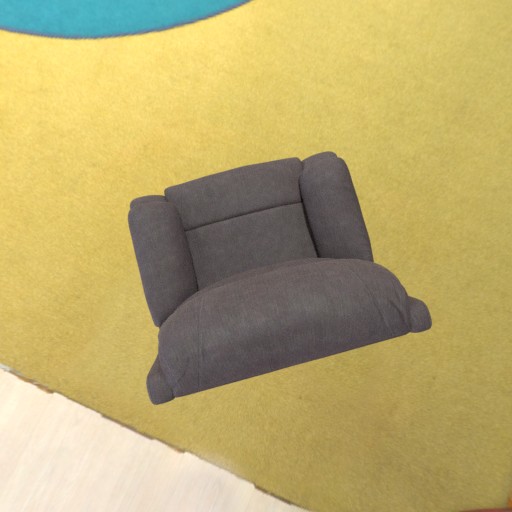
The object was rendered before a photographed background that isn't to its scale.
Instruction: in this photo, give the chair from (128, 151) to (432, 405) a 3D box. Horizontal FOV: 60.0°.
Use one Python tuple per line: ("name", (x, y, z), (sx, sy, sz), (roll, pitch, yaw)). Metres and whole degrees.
("chair", (0.000, 0.000, 1.782), (0.930, 1.011, 0.899), (-15, 76, -4))
